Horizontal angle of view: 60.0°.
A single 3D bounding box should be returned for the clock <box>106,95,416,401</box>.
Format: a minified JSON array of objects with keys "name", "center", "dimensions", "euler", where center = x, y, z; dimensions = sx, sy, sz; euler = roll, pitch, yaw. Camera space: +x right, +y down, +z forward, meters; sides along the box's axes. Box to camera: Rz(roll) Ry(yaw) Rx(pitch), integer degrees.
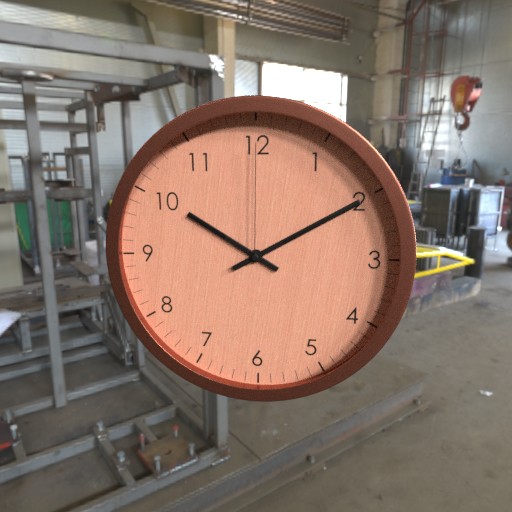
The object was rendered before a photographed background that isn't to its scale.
[{"name":"clock","center":[0.000,0.000,0.462],"dimensions":[0.313,0.313,0.040],"euler":[2,13,8]}]
